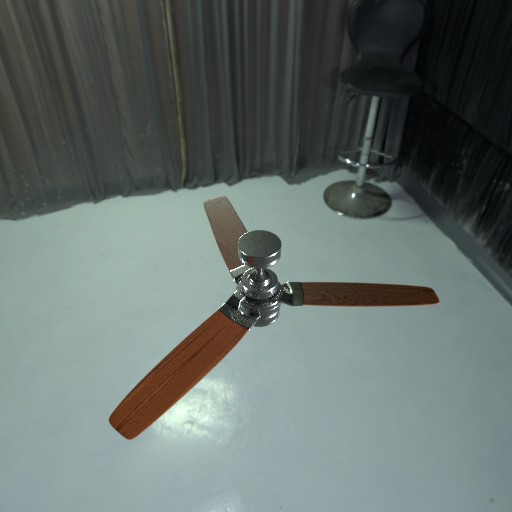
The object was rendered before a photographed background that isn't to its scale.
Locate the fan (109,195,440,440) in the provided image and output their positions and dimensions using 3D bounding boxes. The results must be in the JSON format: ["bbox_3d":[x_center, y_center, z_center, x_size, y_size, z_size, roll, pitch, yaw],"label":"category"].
[{"bbox_3d":[0.000,0.000,2.002,1.416,0.410,1.271,-12,43,-14],"label":"fan"}]
